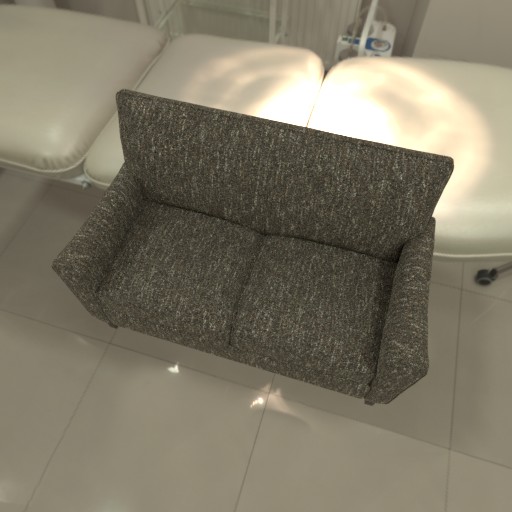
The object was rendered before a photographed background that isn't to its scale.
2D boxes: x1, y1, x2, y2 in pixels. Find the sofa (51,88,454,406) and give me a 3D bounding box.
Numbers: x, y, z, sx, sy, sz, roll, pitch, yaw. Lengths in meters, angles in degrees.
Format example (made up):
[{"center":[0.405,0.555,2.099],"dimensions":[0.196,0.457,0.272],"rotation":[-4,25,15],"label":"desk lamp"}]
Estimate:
[{"center":[0.000,0.000,2.014],"dimensions":[1.519,0.946,0.801],"rotation":[15,59,9],"label":"sofa"}]
